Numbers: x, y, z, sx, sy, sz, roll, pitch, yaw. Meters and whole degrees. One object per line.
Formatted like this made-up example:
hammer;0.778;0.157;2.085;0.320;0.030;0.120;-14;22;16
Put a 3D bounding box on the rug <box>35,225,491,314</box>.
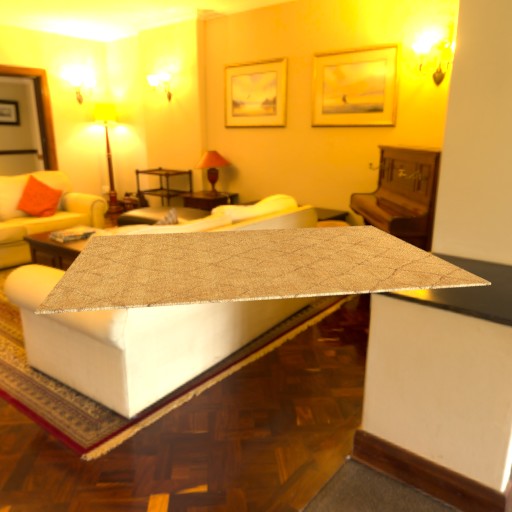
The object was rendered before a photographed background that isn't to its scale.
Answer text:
rug;0.000;0.000;2.907;2.292;0.014;1.528;-3;16;-10
